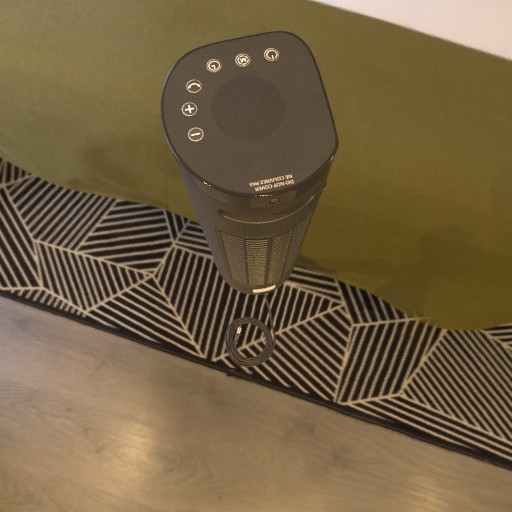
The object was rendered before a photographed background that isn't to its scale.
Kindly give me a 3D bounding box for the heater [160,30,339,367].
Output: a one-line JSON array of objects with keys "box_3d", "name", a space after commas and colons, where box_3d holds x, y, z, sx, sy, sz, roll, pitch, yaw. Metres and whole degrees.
[{"box_3d": [0.000, 0.000, 0.670, 0.174, 0.552, 0.312, -12, 76, -3], "name": "heater"}]
